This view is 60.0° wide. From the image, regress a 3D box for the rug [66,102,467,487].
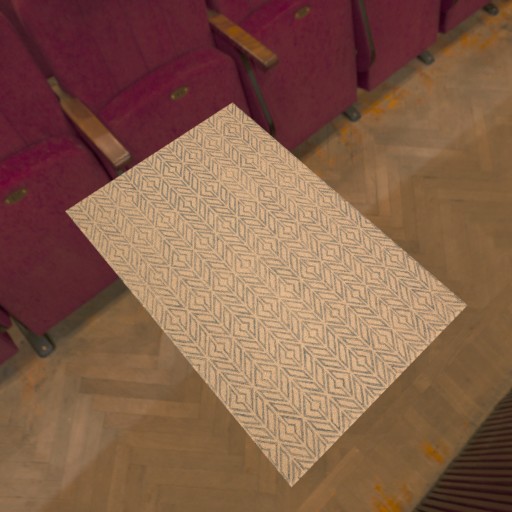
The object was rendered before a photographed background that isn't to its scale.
[{"bbox_3d":[0.000,0.000,2.350,1.220,0.008,1.824,-39,70,-17],"label":"rug"}]
